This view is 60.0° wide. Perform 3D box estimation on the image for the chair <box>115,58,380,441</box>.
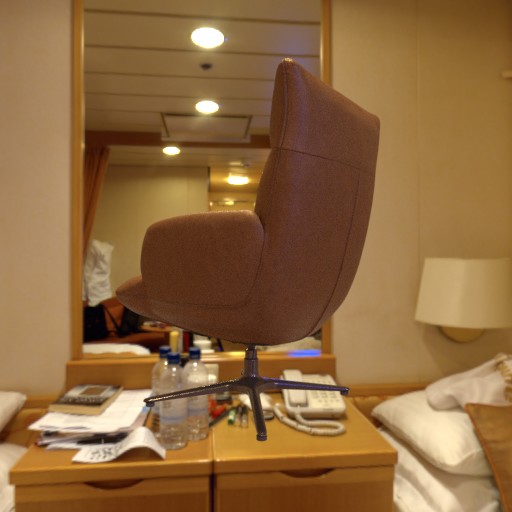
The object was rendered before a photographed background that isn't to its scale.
[{"bbox_3d":[0.000,0.000,1.575,0.794,1.027,0.711,0,-1,37],"label":"chair"}]
